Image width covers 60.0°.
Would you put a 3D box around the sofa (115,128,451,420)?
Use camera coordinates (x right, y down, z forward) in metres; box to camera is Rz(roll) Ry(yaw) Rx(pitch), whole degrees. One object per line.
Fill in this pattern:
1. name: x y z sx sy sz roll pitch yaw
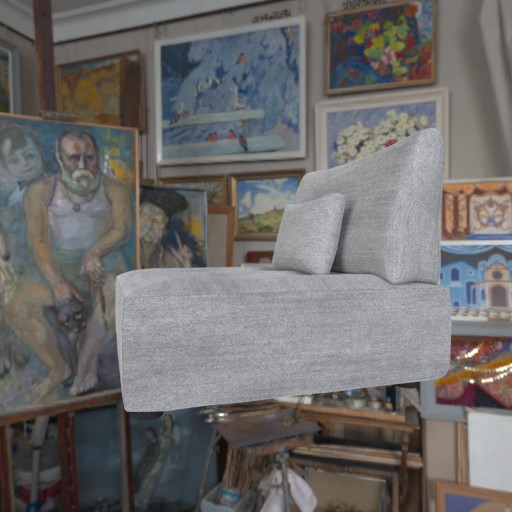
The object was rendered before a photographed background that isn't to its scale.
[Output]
1. sofa: 0.000 0.000 1.675 1.000 0.820 0.930 0 1 -19
